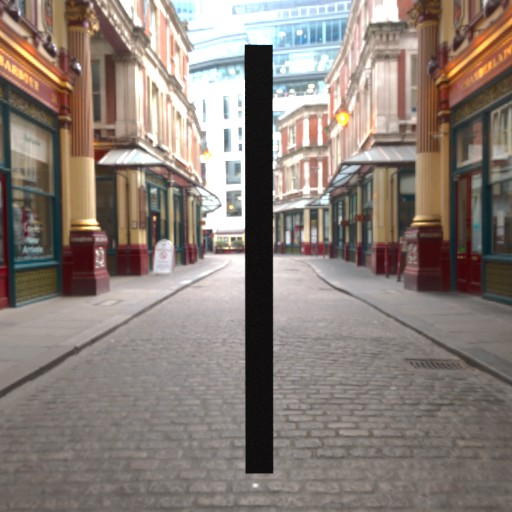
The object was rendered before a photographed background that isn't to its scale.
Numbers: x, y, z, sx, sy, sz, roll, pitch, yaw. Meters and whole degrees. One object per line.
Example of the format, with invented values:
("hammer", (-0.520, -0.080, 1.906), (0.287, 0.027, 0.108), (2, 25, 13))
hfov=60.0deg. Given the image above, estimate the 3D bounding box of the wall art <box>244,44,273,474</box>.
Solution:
("wall art", (0.000, 0.000, 0.751), (0.031, 0.457, 0.558), (0, 1, -1))
